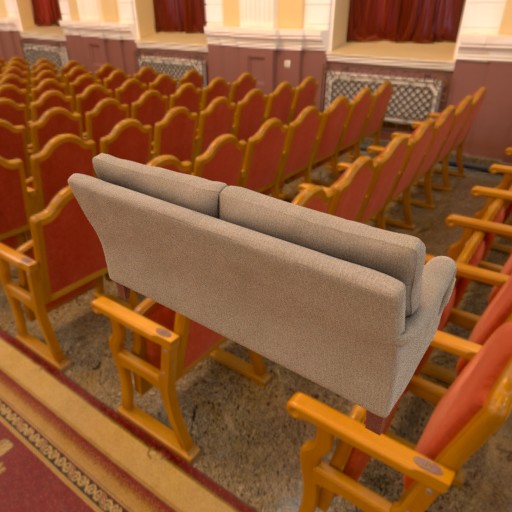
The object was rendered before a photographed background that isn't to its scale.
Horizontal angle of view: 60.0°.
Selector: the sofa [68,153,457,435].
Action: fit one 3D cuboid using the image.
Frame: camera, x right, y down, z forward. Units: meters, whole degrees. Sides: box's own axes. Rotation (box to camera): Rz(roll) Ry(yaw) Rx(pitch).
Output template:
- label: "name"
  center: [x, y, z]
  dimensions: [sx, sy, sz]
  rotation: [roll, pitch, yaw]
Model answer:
- label: "sofa"
  center: [0.000, 0.000, 2.755]
  dimensions: [2.193, 1.096, 1.069]
  rotation: [20, 35, 31]
